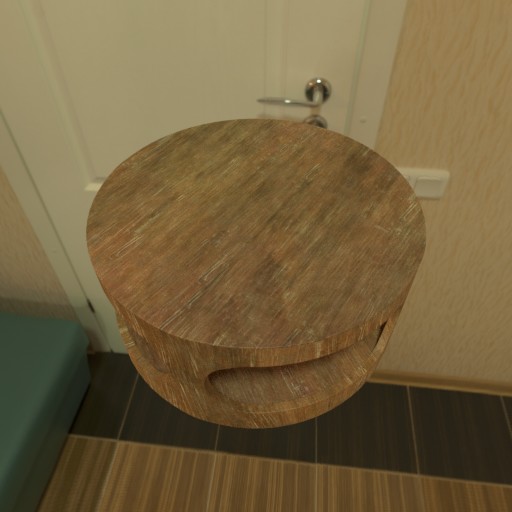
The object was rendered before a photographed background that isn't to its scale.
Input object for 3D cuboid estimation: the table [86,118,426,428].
[{"bbox_3d":[0.000,0.000,1.477,0.974,0.450,0.974,0,47,0],"label":"table"}]
